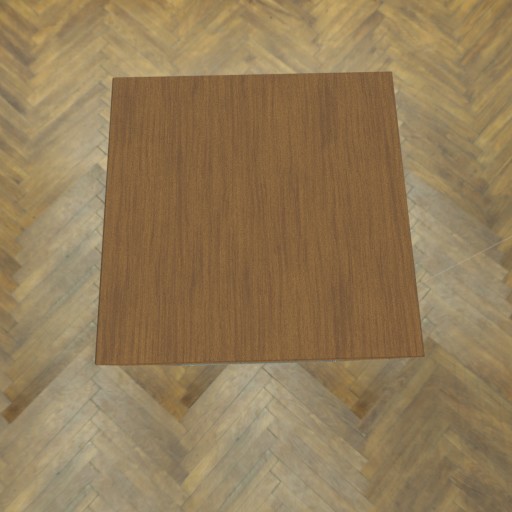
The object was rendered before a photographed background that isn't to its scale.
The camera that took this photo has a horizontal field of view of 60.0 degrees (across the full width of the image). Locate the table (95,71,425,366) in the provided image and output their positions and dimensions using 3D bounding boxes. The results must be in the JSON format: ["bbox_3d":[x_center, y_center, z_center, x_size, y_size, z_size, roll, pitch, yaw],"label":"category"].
[{"bbox_3d":[0.000,0.000,0.844,0.398,0.540,0.397,-1,76,0],"label":"table"}]
